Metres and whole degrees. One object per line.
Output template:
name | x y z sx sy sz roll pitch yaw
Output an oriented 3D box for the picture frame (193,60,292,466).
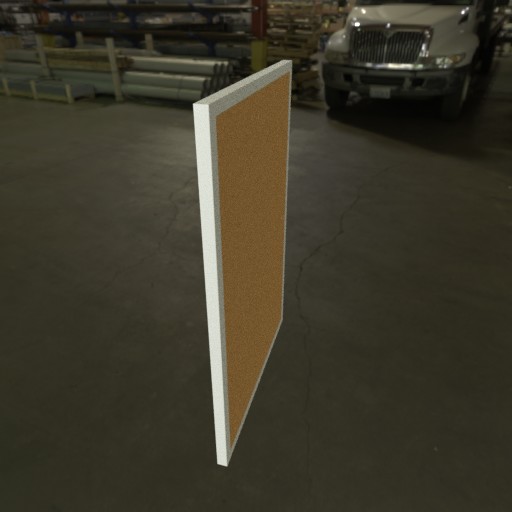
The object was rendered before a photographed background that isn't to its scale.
picture frame | 0.000 0.000 0.572 0.013 0.434 0.305 8 31 14
